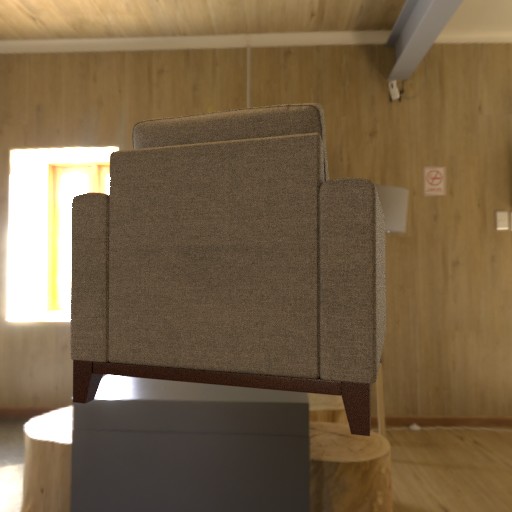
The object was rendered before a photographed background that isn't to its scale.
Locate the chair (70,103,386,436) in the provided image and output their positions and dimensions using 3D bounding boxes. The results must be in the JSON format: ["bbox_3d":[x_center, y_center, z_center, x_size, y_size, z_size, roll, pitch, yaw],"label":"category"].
[{"bbox_3d":[0.000,0.000,1.863,1.024,1.010,1.038,0,-1,18],"label":"chair"}]
